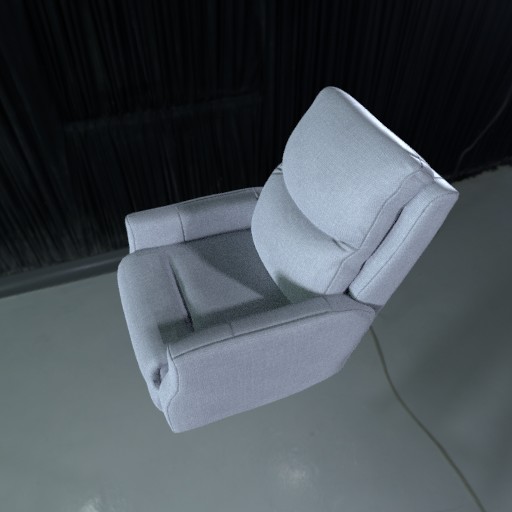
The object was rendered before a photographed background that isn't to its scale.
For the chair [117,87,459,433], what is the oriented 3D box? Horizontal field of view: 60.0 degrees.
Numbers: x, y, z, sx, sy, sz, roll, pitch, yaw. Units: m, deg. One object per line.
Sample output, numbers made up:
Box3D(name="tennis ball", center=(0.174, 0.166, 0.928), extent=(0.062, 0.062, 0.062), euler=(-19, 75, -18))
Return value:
Box3D(name="chair", center=(0.000, 0.000, 1.739), extent=(1.080, 1.030, 0.829), euler=(-17, 49, -15))
